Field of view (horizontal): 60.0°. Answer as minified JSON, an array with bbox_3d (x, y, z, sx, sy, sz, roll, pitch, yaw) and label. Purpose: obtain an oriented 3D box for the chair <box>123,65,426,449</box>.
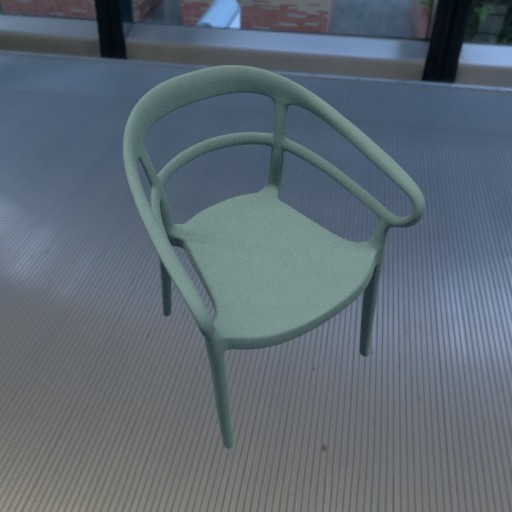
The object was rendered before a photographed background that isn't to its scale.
[{"bbox_3d":[0.000,0.000,1.136,0.559,0.761,0.527,-26,52,-22],"label":"chair"}]
